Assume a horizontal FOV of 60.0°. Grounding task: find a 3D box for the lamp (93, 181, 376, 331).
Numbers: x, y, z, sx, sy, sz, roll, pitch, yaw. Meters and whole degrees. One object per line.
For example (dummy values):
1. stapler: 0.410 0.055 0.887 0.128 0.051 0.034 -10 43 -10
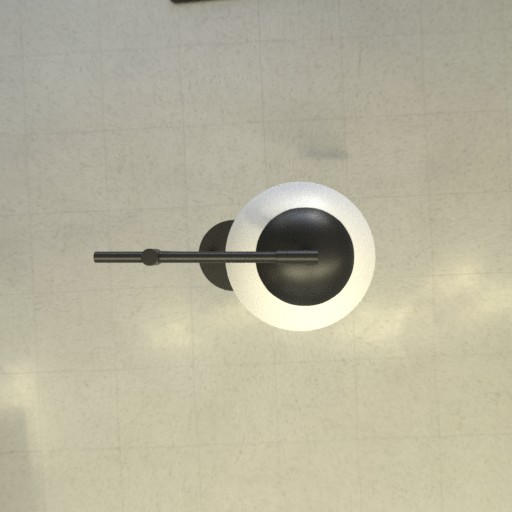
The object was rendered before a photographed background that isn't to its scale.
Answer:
1. lamp: 0.000 0.000 0.713 0.316 0.559 0.197 0 90 1
